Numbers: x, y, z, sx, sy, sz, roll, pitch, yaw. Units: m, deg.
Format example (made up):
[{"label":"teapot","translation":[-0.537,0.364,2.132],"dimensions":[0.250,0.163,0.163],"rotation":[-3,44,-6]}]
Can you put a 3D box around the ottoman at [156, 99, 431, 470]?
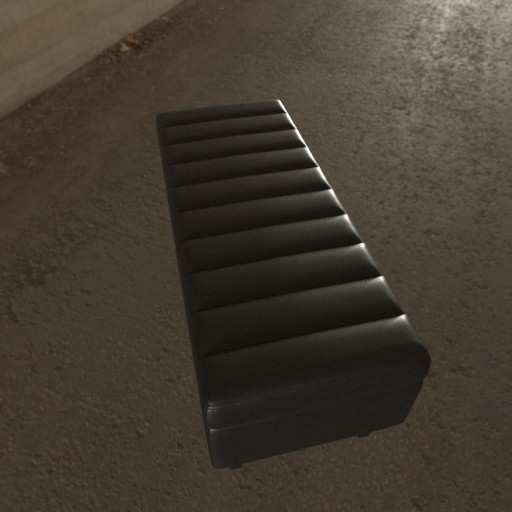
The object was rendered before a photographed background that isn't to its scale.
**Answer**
[{"label":"ottoman","translation":[0.000,0.000,1.381],"dimensions":[0.482,0.469,1.151],"rotation":[-10,46,-9]}]
